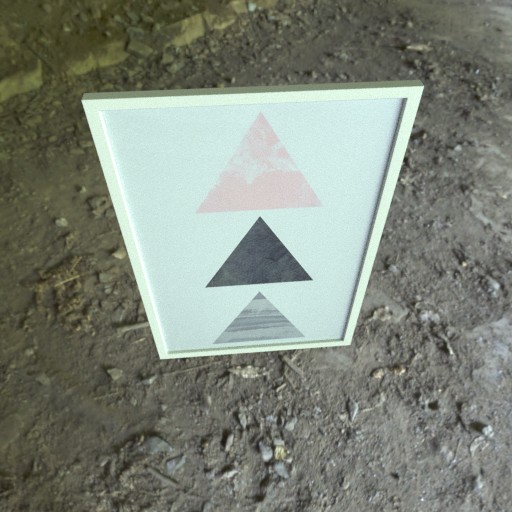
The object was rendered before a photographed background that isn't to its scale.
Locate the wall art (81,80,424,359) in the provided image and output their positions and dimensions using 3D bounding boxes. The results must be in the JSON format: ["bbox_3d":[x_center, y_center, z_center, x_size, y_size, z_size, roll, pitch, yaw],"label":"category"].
[{"bbox_3d":[0.000,0.000,0.553,0.303,0.433,0.013,-4,47,-3],"label":"wall art"}]
